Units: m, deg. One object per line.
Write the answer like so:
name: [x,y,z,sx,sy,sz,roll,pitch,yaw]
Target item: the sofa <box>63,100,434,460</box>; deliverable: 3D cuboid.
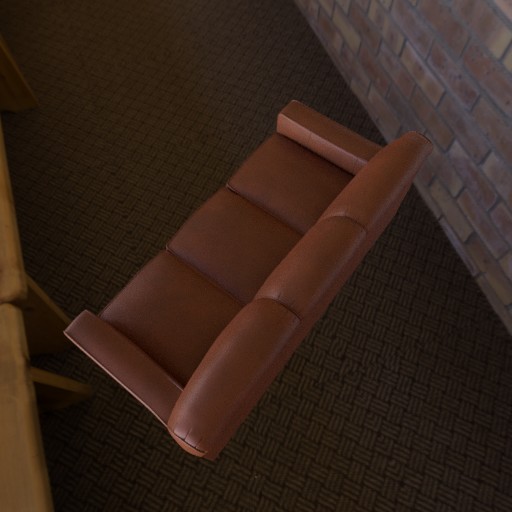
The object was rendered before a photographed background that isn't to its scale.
sofa: [0.000,0.000,2.596,1.008,0.953,2.039,35,68,16]
